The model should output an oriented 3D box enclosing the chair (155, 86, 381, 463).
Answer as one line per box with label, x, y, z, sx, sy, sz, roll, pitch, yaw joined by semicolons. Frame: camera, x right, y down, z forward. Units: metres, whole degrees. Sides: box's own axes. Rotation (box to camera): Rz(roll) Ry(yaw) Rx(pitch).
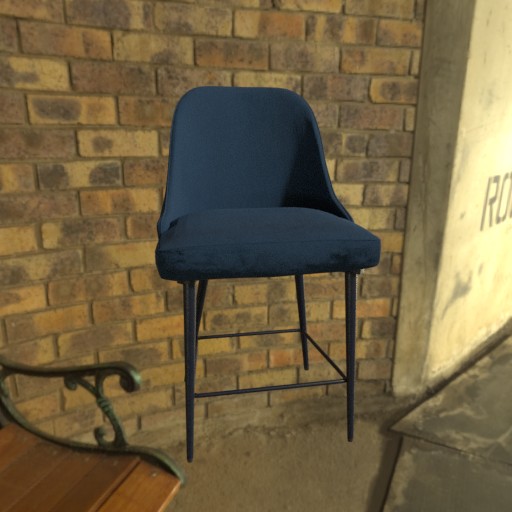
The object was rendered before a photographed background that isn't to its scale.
chair;0.000;0.000;1.221;0.526;0.927;0.489;-3;15;-10
